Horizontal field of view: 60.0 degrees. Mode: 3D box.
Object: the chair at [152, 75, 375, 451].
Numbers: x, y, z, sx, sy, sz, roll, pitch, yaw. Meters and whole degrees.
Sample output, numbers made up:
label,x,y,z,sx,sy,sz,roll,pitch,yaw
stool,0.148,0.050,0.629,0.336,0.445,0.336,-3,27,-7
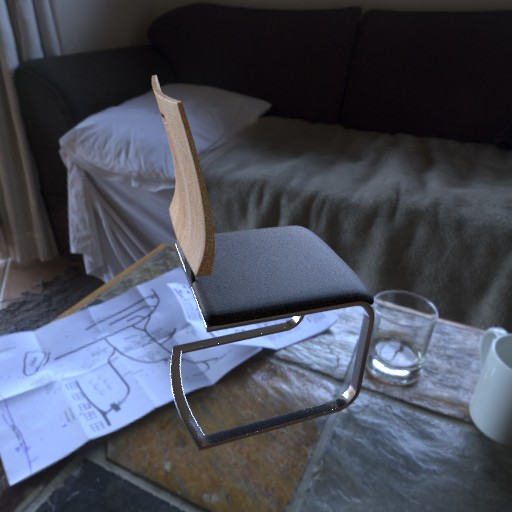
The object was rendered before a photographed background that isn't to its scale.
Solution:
label,x,y,z,sx,sy,sz,roll,pitch,yaw
chair,0.000,0.000,1.266,0.560,0.936,0.462,-9,31,-16
